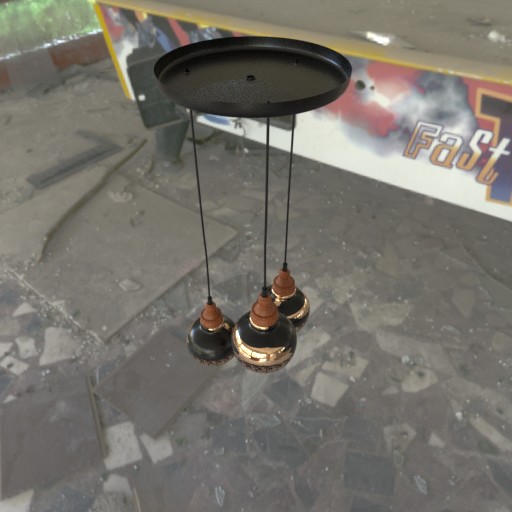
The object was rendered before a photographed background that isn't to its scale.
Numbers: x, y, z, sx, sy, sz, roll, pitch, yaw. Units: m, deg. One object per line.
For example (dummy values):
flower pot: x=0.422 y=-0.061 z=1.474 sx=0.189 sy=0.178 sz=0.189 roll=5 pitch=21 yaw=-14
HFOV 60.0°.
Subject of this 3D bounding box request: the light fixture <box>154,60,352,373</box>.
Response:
light fixture: x=0.000 y=0.000 z=1.708 sx=0.608 sy=1.410 sz=0.605 roll=-12 pitch=43 yaw=-13
